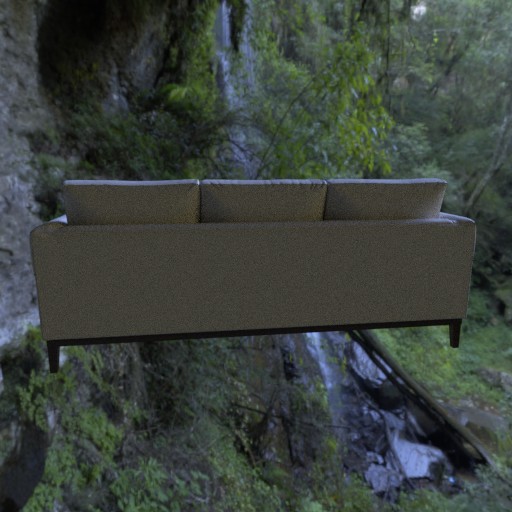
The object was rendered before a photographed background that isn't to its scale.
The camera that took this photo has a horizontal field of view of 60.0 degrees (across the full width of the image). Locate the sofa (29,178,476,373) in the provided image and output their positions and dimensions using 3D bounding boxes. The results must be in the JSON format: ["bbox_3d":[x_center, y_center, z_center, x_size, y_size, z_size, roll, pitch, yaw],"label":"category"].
[{"bbox_3d":[0.000,0.000,2.595,2.198,0.911,0.902,-2,12,-8],"label":"sofa"}]
